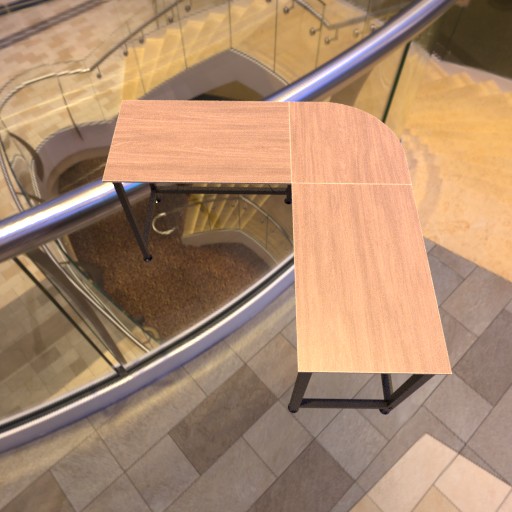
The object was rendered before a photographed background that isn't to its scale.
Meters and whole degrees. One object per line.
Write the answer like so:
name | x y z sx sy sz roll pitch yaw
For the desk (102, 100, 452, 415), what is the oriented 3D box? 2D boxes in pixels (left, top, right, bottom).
desk | 0.000 0.000 2.250 1.400 0.762 1.400 1 59 0
